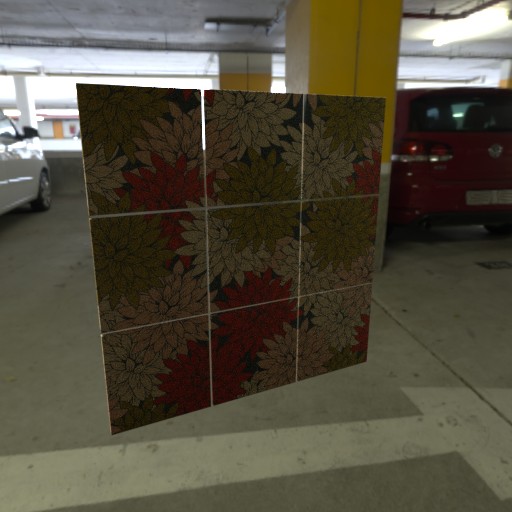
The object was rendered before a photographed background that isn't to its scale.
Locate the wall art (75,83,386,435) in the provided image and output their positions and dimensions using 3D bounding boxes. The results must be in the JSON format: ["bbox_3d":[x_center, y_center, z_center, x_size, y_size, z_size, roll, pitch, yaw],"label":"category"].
[{"bbox_3d":[0.000,0.000,1.308,0.904,0.913,0.013,-8,17,-26],"label":"wall art"}]
